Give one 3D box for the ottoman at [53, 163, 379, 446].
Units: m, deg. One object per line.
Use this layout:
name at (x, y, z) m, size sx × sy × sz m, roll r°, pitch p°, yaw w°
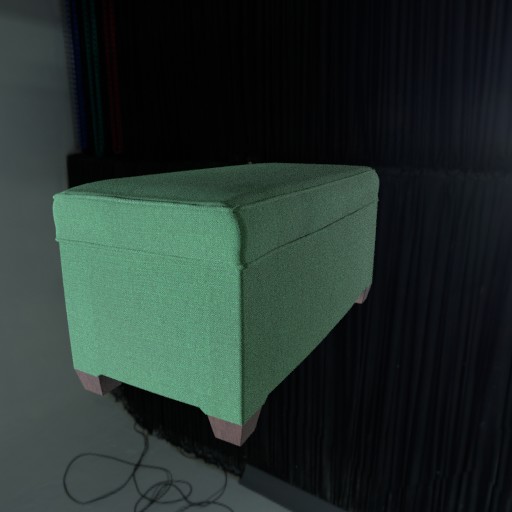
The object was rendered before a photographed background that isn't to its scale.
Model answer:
ottoman at (0.000, 0.000, 1.232) m, size 0.483 × 0.471 × 0.957 m, roll 8°, pitch 17°, yaw 27°
